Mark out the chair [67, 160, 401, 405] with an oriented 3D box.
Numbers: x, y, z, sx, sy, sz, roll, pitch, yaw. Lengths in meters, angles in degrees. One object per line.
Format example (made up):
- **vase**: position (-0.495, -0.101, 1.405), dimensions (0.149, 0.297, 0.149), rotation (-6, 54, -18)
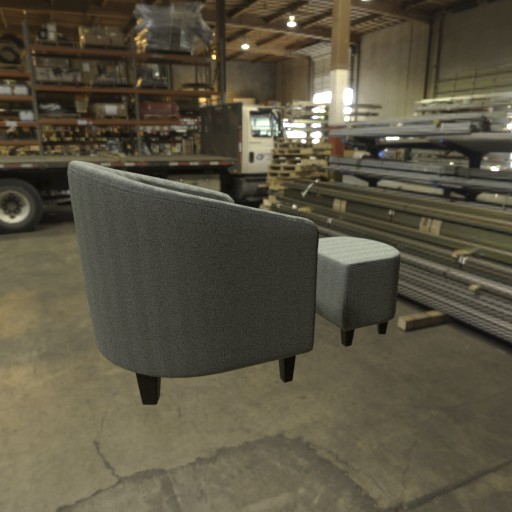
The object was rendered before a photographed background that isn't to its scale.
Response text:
- **chair**: position (0.000, 0.000, 1.725), dimensions (1.288, 0.757, 0.756), rotation (-7, 17, -24)
